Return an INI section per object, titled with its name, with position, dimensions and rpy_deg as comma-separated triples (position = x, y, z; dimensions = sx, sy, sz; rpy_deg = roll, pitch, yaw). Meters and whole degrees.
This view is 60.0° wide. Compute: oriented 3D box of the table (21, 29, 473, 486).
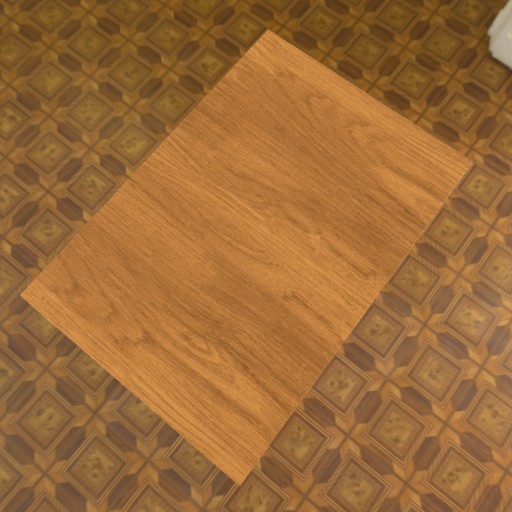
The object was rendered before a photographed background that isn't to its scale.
[table]
position = 0.000, 0.000, 1.850
dimensions = 0.900, 0.770, 1.300
rpy_deg = 37, 78, 9
